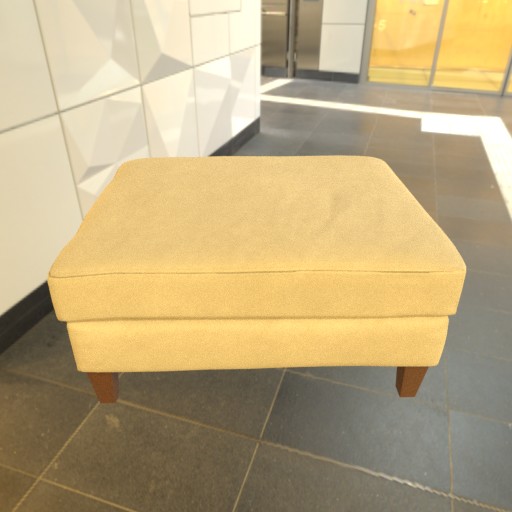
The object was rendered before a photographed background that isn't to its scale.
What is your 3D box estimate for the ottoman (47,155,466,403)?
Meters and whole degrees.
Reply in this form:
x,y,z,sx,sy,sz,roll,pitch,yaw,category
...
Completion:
x,y,z,sx,sy,sz,roll,pitch,yaw,category
0.000,0.000,1.457,1.002,0.492,0.836,-1,31,-1,ottoman
